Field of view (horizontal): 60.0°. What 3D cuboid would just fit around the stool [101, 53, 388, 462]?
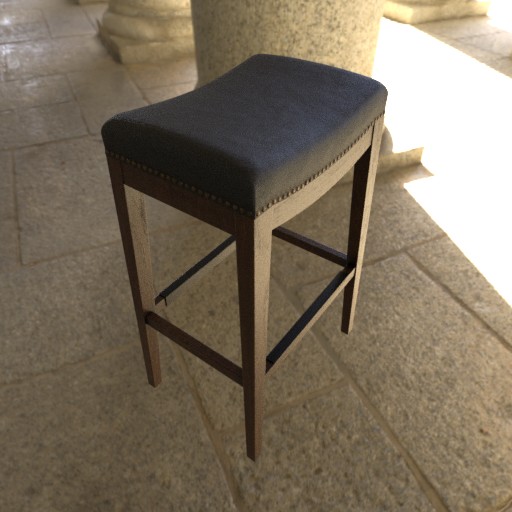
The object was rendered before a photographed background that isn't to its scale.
[{"bbox_3d":[0.000,0.000,1.032,0.361,0.765,0.500,26,47,26],"label":"stool"}]
